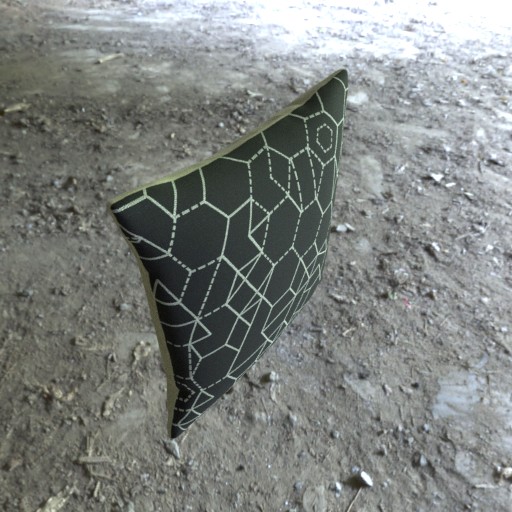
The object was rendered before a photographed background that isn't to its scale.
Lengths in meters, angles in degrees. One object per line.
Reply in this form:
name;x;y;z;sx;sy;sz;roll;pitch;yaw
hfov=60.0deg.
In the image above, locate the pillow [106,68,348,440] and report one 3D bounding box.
pillow;0.000;0.000;0.778;0.158;0.508;0.517;26;48;26
